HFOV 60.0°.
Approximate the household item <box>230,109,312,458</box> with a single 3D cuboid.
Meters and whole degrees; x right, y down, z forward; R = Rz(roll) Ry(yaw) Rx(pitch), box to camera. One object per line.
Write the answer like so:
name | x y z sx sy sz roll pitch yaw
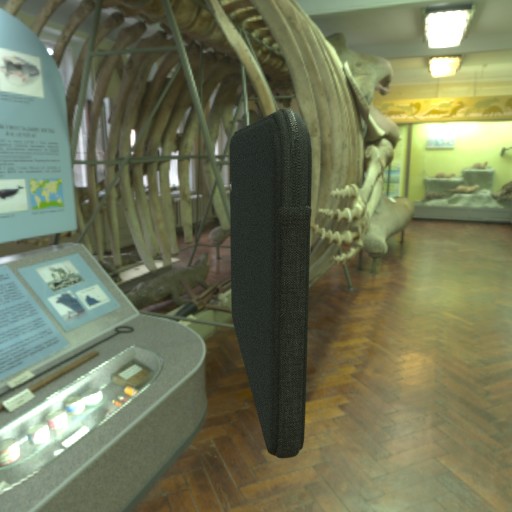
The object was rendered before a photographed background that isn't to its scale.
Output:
household item | 0.000 0.000 0.528 0.030 0.305 0.396 -2 13 -8
